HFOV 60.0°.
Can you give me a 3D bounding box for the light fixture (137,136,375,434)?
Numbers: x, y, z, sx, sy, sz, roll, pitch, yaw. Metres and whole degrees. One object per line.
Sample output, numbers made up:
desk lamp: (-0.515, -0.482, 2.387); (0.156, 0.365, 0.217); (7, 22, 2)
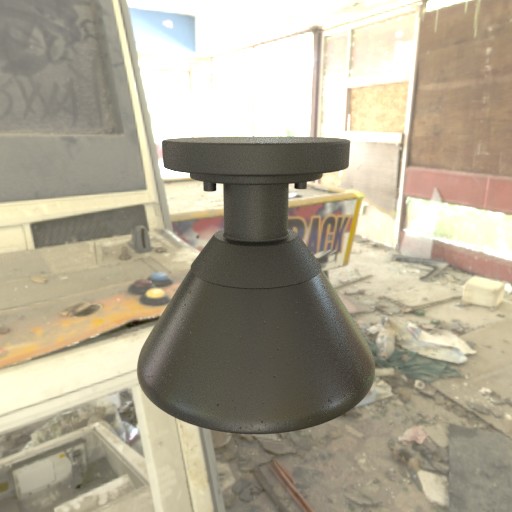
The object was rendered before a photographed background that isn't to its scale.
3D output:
light fixture: (0.000, 0.000, 0.359); (0.200, 0.183, 0.200); (0, 17, 0)
